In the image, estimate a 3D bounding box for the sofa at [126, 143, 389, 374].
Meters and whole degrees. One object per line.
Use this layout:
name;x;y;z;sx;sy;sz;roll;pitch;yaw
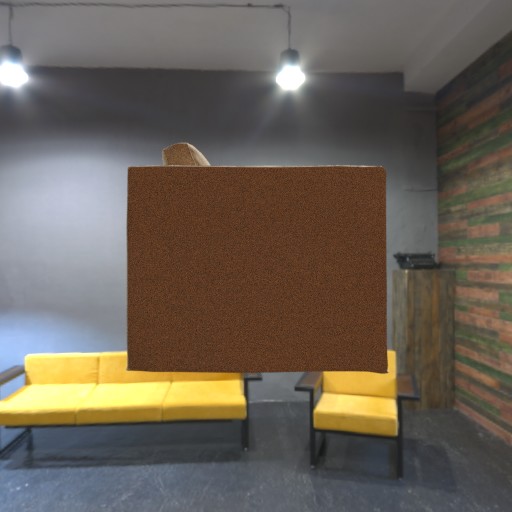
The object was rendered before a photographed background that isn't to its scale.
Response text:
sofa;0.000;0.000;2.687;0.962;0.853;2.312;0;-1;-1
